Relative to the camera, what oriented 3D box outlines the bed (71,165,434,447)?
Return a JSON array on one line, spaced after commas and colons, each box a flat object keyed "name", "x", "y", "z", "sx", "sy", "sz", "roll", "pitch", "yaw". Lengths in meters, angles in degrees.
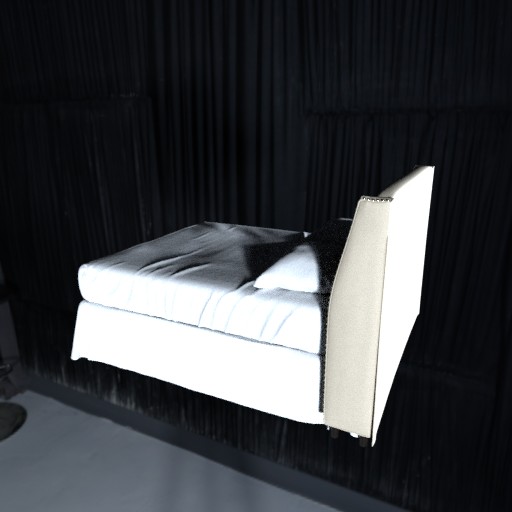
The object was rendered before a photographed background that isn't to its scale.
[{"name": "bed", "x": 0.000, "y": 0.000, "z": 3.390, "sx": 2.276, "sy": 1.332, "sz": 1.925, "roll": 8, "pitch": 18, "yaw": 25}]
